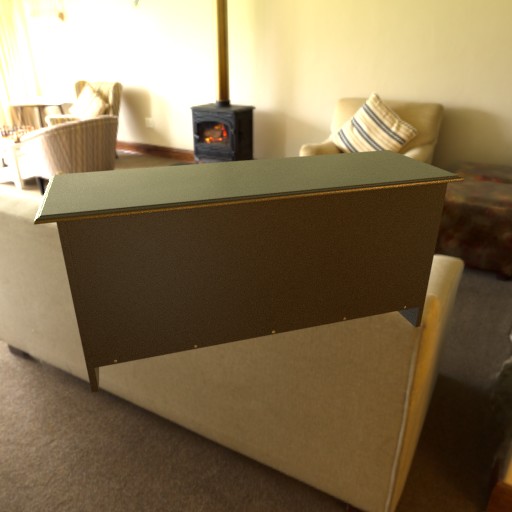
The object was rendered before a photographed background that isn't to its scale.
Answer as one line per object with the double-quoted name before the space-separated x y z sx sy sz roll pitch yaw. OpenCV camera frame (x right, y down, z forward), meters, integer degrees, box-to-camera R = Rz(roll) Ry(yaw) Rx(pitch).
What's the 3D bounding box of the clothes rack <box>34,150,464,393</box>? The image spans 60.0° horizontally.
"clothes rack" 0.000 0.000 1.492 1.219 0.556 0.406 -8 27 -16
